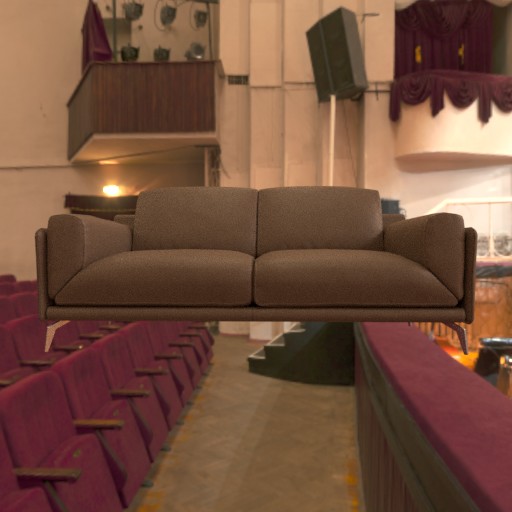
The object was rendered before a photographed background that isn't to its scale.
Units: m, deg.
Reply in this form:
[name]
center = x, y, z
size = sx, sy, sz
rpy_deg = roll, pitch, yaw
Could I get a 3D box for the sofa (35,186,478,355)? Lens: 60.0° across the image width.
[sofa]
center = 0.000, 0.000, 2.585
size = 2.101, 0.930, 1.049
rpy_deg = 0, 0, 2
